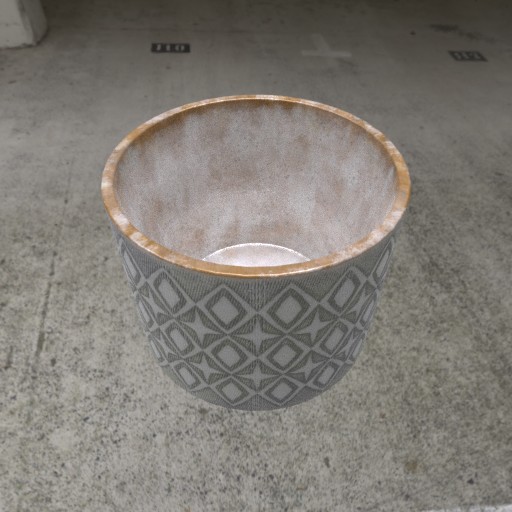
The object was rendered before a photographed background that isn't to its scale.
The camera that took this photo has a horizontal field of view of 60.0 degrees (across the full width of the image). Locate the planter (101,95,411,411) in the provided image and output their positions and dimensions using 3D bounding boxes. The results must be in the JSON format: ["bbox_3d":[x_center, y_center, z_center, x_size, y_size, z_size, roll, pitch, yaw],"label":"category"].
[{"bbox_3d":[0.000,0.000,0.453,0.255,0.223,0.255,0,46,0],"label":"planter"}]
